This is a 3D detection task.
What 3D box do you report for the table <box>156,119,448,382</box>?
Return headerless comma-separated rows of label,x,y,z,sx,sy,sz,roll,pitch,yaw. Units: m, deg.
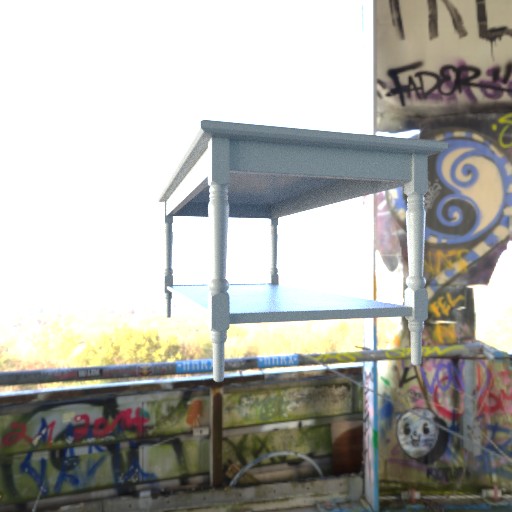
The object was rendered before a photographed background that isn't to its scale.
table,0.000,0.000,1.429,0.551,0.506,1.109,0,0,-17
